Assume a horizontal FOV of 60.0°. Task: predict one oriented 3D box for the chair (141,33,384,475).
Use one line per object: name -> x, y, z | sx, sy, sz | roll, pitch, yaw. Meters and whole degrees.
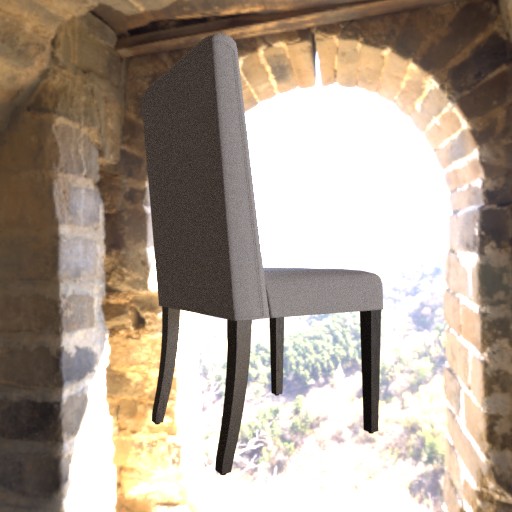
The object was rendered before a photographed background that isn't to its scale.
chair -> 0.000, 0.000, 1.251 | 0.523, 0.961, 0.474 | 1, -1, -35
